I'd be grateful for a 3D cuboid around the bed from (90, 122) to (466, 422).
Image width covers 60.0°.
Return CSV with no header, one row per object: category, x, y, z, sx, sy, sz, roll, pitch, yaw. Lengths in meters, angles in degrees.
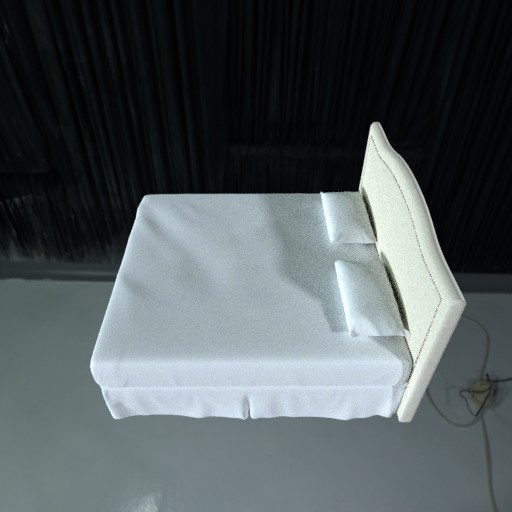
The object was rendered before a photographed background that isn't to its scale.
bed,0.000,0.000,3.448,2.182,1.421,2.083,0,42,0
